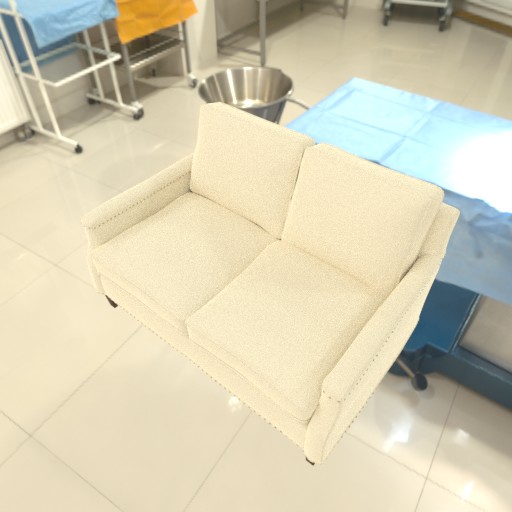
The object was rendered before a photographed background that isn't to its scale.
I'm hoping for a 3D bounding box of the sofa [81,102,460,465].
[{"bbox_3d":[0.000,0.000,2.273,1.597,1.003,1.084,30,52,27],"label":"sofa"}]
